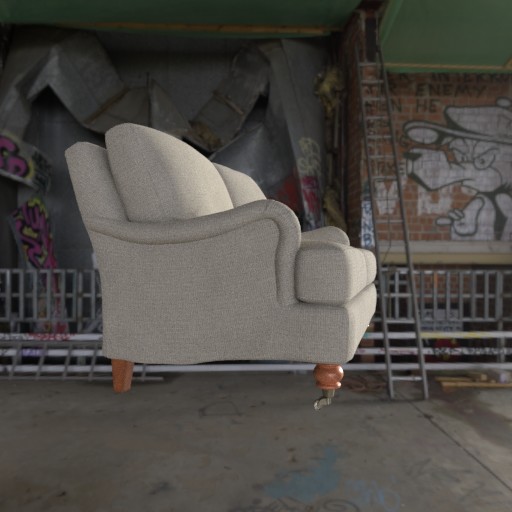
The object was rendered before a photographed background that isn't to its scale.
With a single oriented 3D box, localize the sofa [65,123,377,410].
[{"bbox_3d":[0.000,0.000,2.177,1.087,0.999,1.480,0,0,18],"label":"sofa"}]
